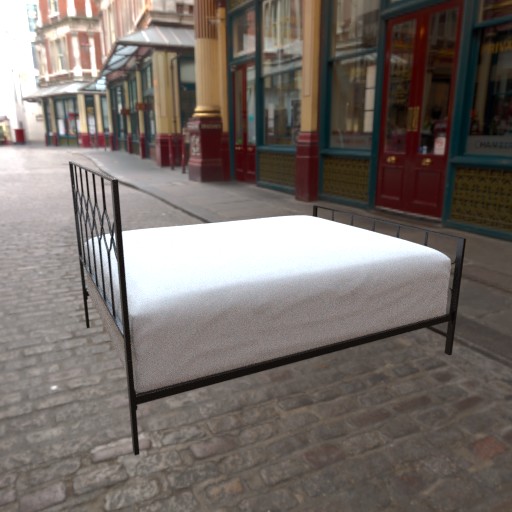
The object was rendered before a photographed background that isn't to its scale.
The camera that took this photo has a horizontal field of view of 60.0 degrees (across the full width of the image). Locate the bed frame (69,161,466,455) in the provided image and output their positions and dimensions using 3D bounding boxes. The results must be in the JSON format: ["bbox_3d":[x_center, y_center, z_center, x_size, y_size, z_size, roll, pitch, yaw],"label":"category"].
[{"bbox_3d":[0.000,0.000,2.972,2.063,1.222,1.597,-8,17,-27],"label":"bed frame"}]
